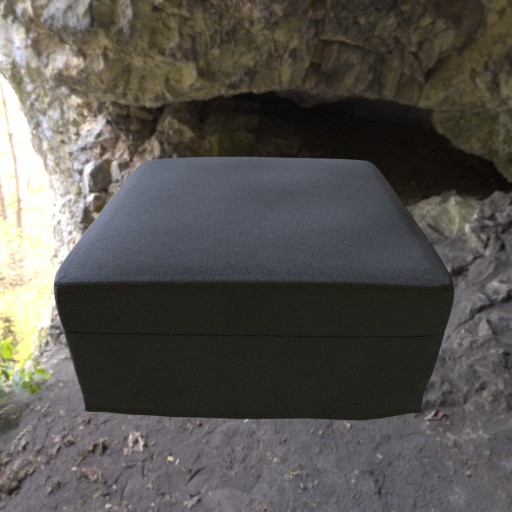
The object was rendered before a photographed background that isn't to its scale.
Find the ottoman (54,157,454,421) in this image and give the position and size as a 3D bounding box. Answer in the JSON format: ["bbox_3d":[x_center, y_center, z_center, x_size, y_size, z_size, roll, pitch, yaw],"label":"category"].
[{"bbox_3d":[0.000,0.000,1.313,0.842,0.441,0.843,0,30,1],"label":"ottoman"}]
